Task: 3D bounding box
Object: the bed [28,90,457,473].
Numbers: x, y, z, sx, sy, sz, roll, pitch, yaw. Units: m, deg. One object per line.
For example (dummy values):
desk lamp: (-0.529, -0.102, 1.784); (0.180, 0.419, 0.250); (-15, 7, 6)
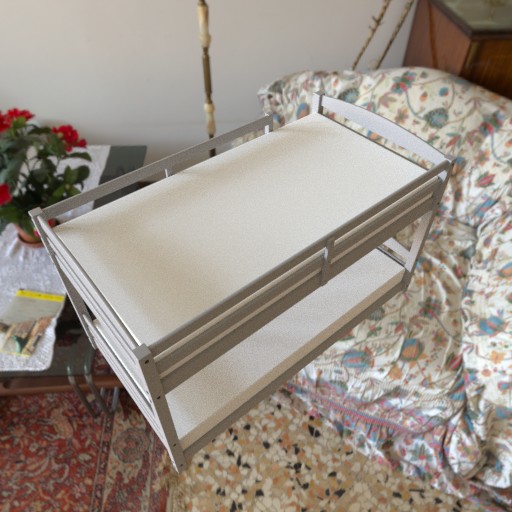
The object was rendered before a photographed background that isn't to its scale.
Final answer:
bed: (0.000, 0.000, 2.720); (2.013, 1.206, 1.105); (-31, 53, -27)
